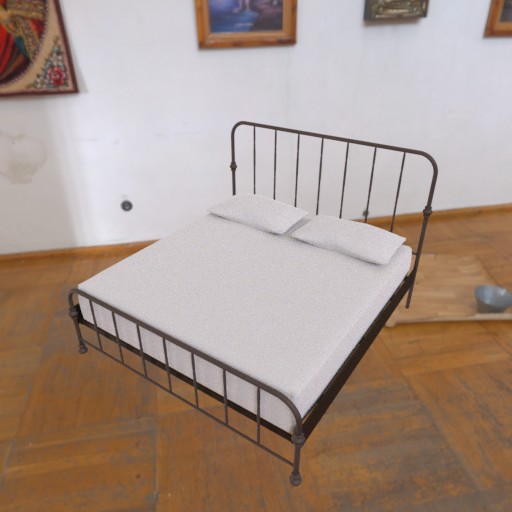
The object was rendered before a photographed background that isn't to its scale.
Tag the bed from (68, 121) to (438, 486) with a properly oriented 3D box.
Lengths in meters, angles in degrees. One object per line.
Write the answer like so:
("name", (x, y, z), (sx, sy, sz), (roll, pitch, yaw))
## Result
("bed", (0.000, 0.000, 3.467), (2.044, 1.446, 2.134), (19, 35, 29))
